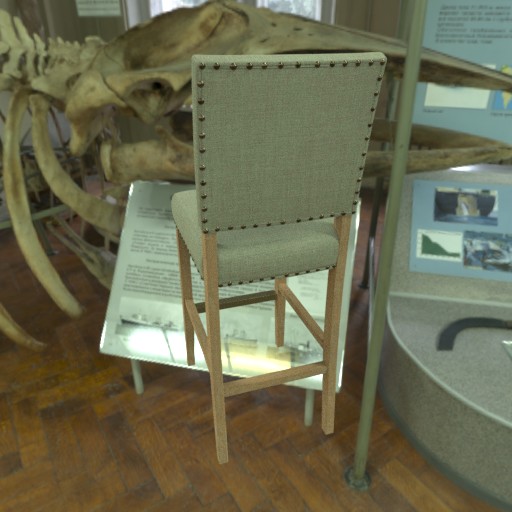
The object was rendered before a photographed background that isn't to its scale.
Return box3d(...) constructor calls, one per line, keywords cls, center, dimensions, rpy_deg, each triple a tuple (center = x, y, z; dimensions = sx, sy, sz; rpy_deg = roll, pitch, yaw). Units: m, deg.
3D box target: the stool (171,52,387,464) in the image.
box3d(cls="stool", center=(0.000, 0.000, 1.423), dimensions=(0.445, 1.203, 0.585), rpy_deg=(-8, 28, -16))
